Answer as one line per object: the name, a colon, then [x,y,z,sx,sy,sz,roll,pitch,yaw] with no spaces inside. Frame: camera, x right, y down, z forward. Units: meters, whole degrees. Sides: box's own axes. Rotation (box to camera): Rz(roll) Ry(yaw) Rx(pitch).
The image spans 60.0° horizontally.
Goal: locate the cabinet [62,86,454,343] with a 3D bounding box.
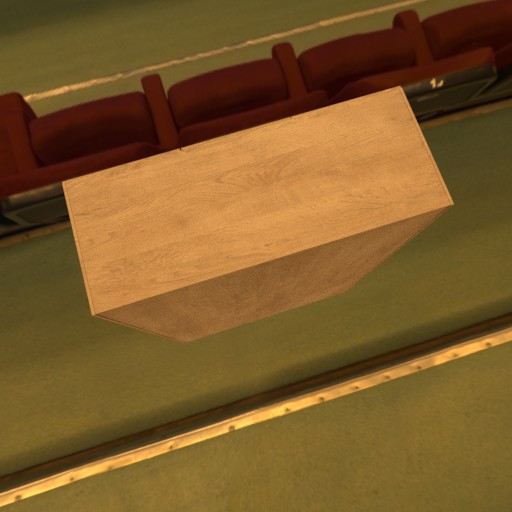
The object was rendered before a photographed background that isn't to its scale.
cabinet: [0.000,0.000,2.487,1.290,1.910,0.510,-17,77,-4]
